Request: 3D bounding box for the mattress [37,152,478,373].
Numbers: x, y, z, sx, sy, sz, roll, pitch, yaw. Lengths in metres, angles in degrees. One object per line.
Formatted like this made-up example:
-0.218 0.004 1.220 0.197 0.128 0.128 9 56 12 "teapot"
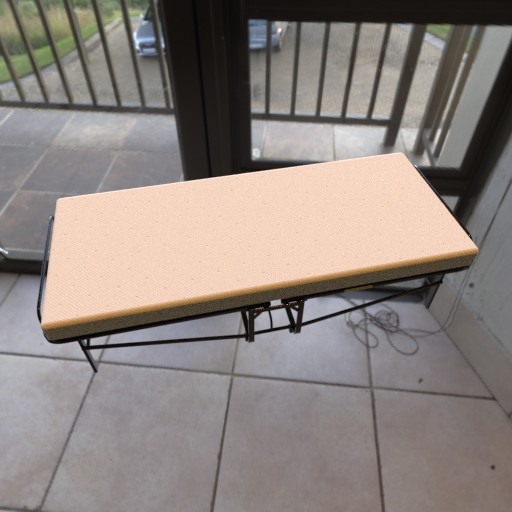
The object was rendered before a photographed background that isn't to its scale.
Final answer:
0.000 0.000 2.515 2.153 0.519 0.922 -9 48 -9 "mattress"
